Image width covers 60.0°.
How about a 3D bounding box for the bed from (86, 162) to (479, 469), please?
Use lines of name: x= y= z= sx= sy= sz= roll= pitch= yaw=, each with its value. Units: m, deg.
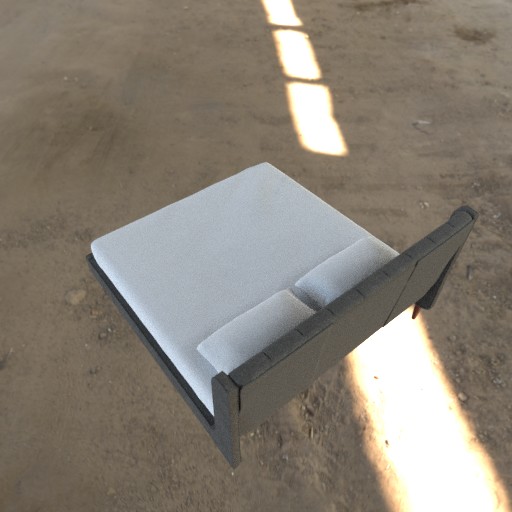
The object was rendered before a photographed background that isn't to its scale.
bed: x=0.000 y=0.000 z=2.617 sx=1.531 sy=0.933 sz=1.638 roll=-30 pitch=53 yaw=-26
